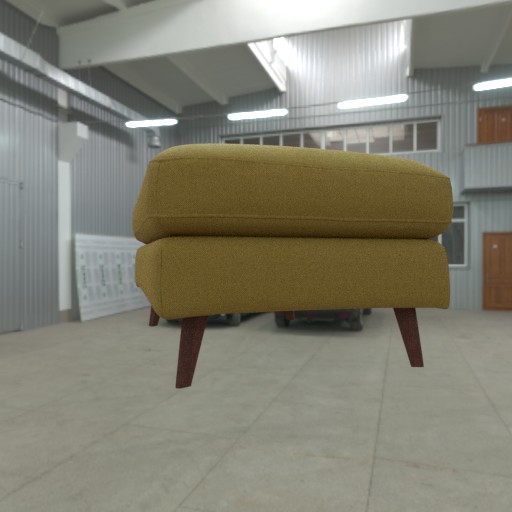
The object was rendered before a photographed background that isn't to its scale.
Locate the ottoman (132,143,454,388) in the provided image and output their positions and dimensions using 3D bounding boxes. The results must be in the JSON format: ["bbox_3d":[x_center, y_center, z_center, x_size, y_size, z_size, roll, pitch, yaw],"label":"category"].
[{"bbox_3d":[0.000,0.000,1.160,0.608,0.449,0.811,0,0,-17],"label":"ottoman"}]
